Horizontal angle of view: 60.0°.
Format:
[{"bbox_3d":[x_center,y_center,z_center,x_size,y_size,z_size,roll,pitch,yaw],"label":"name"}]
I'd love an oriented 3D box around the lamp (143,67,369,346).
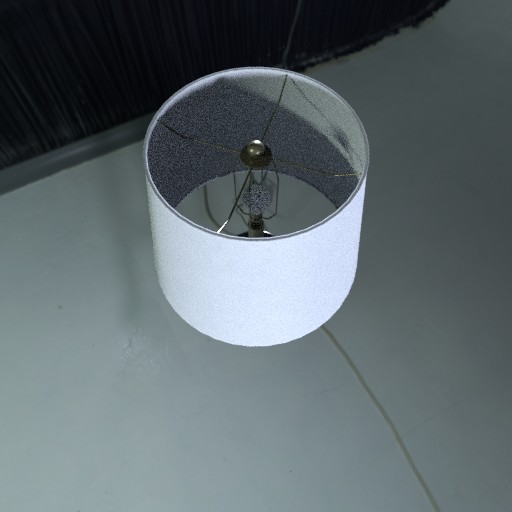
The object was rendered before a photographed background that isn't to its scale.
[{"bbox_3d":[0.000,0.000,0.546,0.239,0.399,0.239,0,62,0],"label":"lamp"}]
